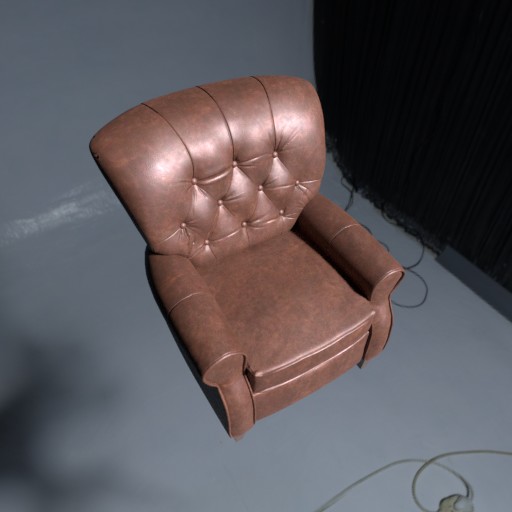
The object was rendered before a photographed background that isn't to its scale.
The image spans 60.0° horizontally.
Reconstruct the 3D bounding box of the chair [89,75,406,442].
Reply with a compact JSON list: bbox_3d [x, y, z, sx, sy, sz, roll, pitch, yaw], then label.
[{"bbox_3d":[0.000,0.000,1.923,0.979,1.162,1.031,-23,51,-20],"label":"chair"}]
